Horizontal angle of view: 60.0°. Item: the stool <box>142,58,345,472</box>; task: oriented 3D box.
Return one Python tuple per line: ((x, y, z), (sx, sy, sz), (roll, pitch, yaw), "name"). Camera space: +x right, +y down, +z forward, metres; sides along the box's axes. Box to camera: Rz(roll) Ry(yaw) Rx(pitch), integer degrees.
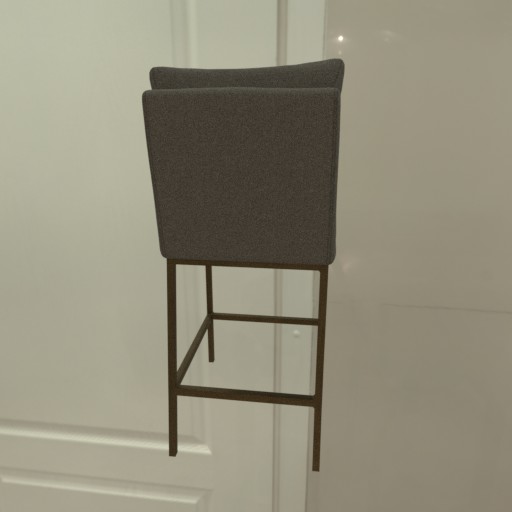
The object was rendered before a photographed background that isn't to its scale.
((0.000, 0.000, 1.319), (0.463, 1.030, 0.569), (2, 17, 8), "stool")
